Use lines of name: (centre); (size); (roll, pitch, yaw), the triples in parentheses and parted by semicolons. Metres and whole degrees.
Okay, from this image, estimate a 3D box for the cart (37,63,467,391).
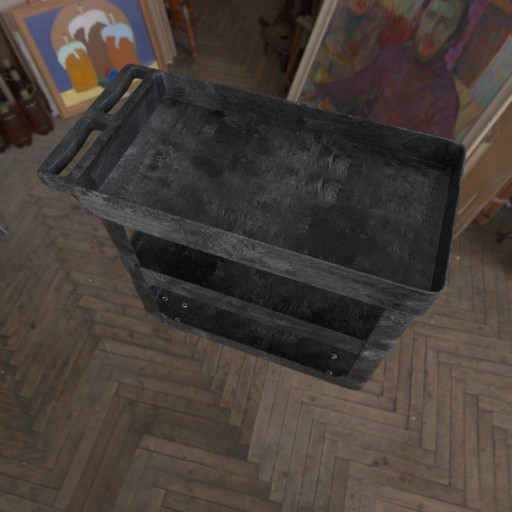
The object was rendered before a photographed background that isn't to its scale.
cart: (0.000, 0.000, 1.330); (0.877, 0.824, 0.420); (17, 60, 10)
